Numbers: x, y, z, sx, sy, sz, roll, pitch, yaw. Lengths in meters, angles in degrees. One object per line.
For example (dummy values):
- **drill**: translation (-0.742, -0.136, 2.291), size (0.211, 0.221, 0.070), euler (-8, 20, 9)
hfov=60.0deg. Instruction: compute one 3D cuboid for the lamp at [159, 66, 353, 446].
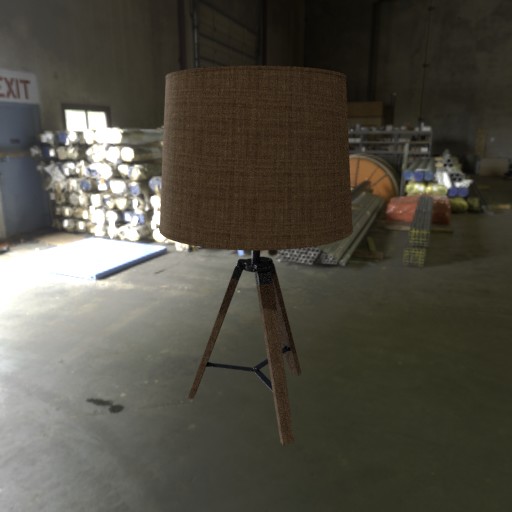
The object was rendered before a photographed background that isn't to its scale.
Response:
- **lamp**: translation (0.000, 0.000, 0.688), size (0.290, 0.514, 0.290), euler (0, 16, 0)
